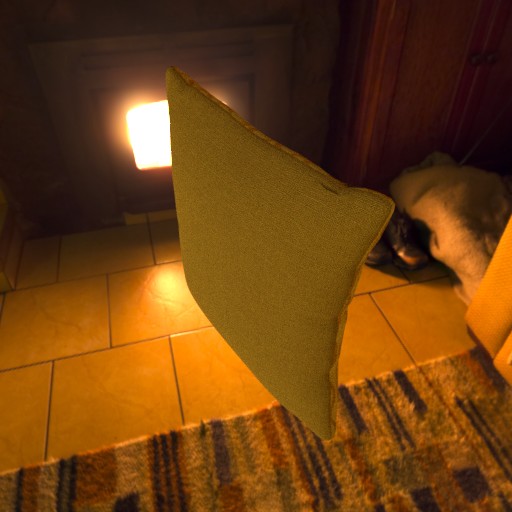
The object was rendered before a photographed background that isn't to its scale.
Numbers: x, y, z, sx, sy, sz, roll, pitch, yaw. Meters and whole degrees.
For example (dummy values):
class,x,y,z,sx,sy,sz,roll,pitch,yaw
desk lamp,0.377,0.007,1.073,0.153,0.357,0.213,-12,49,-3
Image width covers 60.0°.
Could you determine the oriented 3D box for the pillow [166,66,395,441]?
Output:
class,x,y,z,sx,sy,sz,roll,pitch,yaw
pillow,0.000,0.000,0.654,0.159,0.436,0.429,-25,47,-26
